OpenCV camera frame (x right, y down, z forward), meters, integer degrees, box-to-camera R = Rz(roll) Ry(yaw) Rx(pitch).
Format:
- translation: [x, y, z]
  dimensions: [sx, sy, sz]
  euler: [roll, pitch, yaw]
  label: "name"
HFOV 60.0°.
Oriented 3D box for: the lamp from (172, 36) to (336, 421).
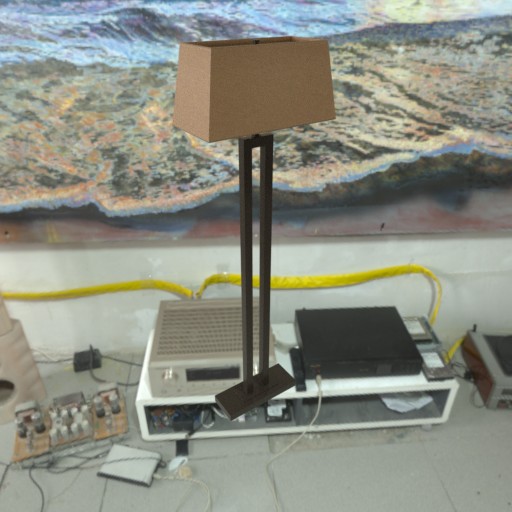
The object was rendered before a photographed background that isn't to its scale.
- translation: [0.000, 0.000, 1.669]
  dimensions: [0.475, 1.469, 0.233]
  euler: [-19, 36, -29]
  label: "lamp"
